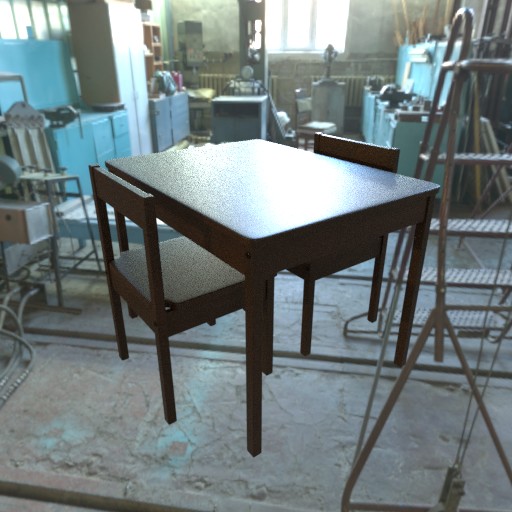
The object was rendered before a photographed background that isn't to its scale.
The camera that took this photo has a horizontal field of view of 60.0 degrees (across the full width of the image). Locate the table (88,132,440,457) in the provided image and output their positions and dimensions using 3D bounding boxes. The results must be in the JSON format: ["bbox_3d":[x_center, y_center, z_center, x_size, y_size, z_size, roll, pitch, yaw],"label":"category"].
[{"bbox_3d":[0.000,0.000,1.117,0.672,0.503,0.650,-17,30,-32],"label":"table"}]
